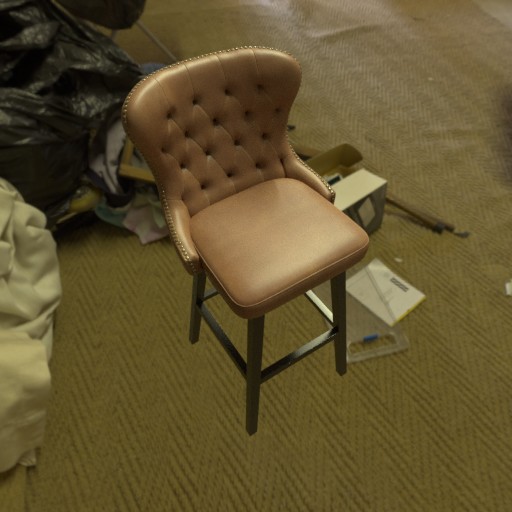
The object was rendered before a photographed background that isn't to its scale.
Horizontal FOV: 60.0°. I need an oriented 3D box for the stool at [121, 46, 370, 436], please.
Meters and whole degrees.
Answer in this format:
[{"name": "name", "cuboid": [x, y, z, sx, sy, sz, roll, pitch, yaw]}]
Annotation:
[{"name": "stool", "cuboid": [0.000, 0.000, 1.399, 0.528, 1.050, 0.601, -26, 53, -21]}]
